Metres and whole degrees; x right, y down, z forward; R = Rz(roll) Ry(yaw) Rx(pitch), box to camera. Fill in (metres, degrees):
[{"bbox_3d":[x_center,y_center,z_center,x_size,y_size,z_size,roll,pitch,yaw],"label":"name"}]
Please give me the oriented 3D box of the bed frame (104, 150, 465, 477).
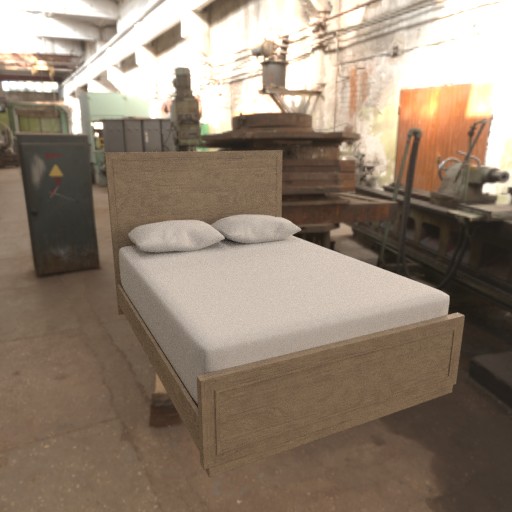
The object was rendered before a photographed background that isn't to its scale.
[{"bbox_3d":[0.000,0.000,3.104,1.606,1.369,2.189,-7,17,-26],"label":"bed frame"}]
